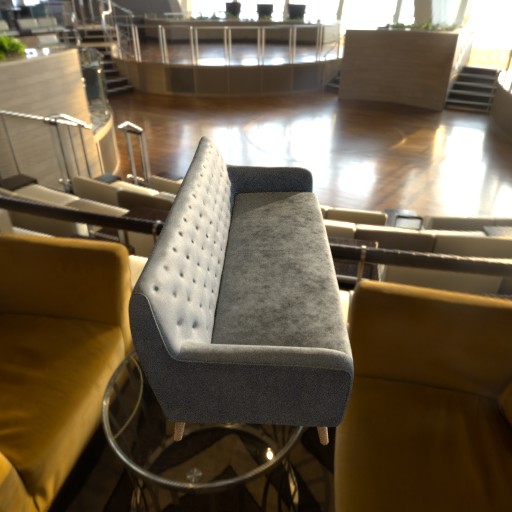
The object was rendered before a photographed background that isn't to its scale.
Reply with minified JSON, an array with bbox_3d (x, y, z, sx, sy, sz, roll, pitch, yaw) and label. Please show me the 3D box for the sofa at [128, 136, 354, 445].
[{"bbox_3d":[0.000,0.000,2.478,0.841,0.832,1.975,1,32,1],"label":"sofa"}]
